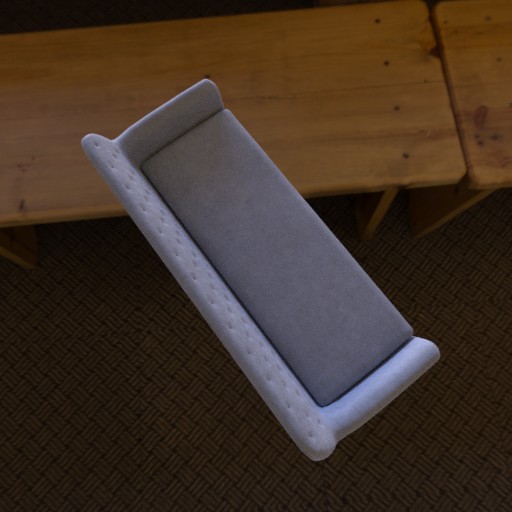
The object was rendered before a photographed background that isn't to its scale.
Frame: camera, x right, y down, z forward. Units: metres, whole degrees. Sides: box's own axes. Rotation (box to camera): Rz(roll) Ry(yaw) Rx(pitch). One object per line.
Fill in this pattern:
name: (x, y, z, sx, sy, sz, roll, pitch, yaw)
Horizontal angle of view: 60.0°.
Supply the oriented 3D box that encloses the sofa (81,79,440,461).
sofa: (0.000, 0.000, 2.429, 0.830, 0.830, 1.970, -36, 78, -9)
